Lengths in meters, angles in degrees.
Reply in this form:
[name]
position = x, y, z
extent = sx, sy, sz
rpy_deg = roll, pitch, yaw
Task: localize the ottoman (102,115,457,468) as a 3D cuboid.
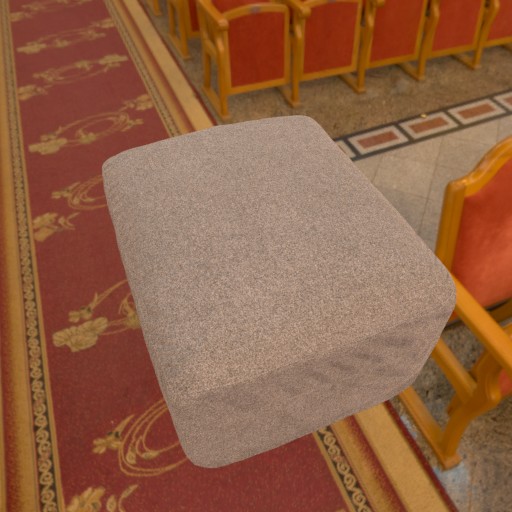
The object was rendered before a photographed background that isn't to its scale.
[ottoman]
position = 0.000, 0.000, 1.217
extent = 0.683, 0.481, 0.837
rpy_deg = -16, 50, -14
